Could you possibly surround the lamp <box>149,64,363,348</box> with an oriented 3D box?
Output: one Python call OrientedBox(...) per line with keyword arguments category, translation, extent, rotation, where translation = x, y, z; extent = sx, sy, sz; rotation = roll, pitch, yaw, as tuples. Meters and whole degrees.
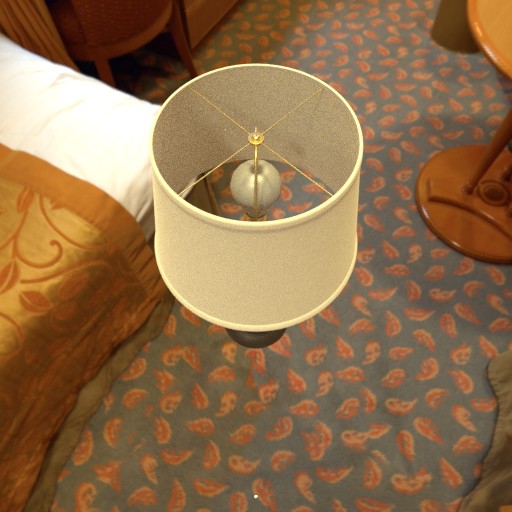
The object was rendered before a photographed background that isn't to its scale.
OrientedBox(category="lamp", translation=(0.000, 0.000, 0.802), extent=(0.335, 0.611, 0.335), rotation=(0, 62, 0))
